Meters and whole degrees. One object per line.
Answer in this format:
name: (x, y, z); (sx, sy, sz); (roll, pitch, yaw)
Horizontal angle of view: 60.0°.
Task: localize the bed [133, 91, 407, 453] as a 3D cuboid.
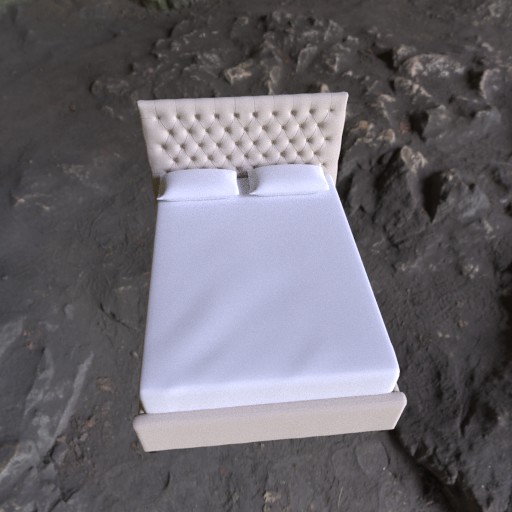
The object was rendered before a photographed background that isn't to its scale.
bed: (0.000, 0.000, 3.264); (1.696, 1.426, 2.233); (-4, 46, -4)
